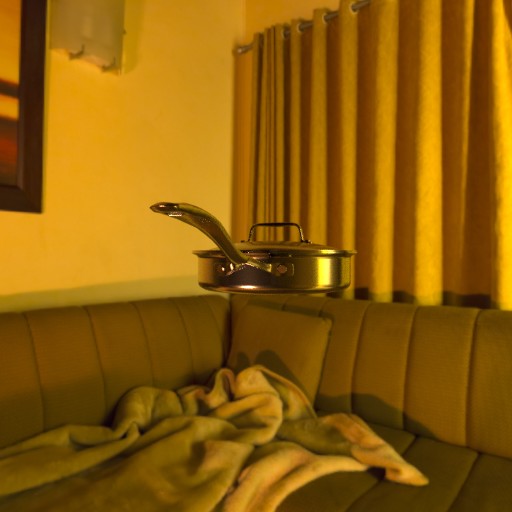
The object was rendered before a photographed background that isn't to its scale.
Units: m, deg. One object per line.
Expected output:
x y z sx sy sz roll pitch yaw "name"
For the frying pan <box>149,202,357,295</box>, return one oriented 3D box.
0.000 0.000 0.665 0.280 0.114 0.561 0 0 18 "frying pan"
